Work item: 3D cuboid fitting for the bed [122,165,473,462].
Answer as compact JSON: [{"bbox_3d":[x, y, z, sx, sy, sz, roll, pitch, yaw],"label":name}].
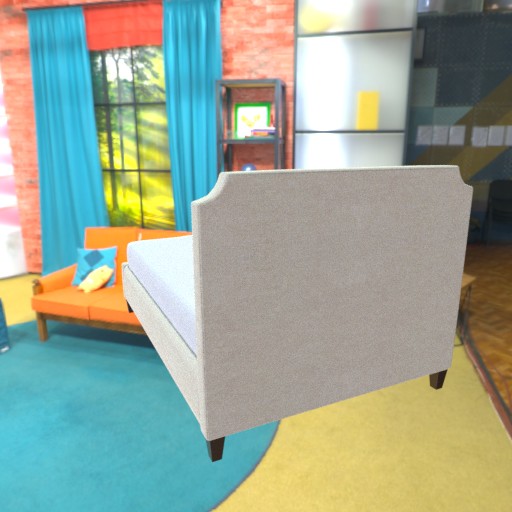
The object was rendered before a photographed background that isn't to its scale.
[{"bbox_3d":[0.000,0.000,3.440,1.713,1.457,2.381,-7,16,-25],"label":"bed"}]
